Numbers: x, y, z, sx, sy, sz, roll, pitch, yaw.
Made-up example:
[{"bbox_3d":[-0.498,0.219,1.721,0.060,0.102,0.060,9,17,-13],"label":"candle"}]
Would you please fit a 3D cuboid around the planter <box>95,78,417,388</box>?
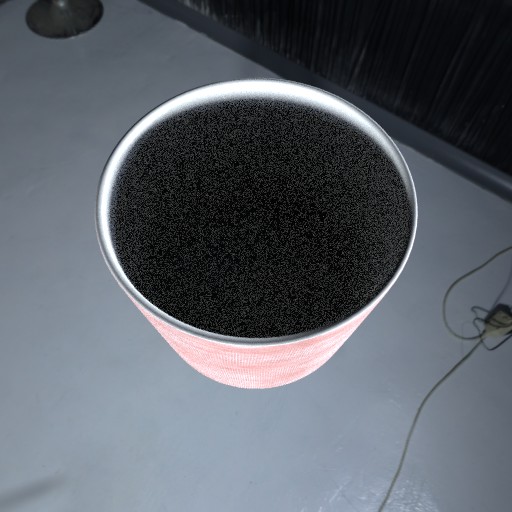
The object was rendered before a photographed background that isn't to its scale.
[{"bbox_3d":[0.000,0.000,0.787,0.440,0.398,0.440,0,63,0],"label":"planter"}]
